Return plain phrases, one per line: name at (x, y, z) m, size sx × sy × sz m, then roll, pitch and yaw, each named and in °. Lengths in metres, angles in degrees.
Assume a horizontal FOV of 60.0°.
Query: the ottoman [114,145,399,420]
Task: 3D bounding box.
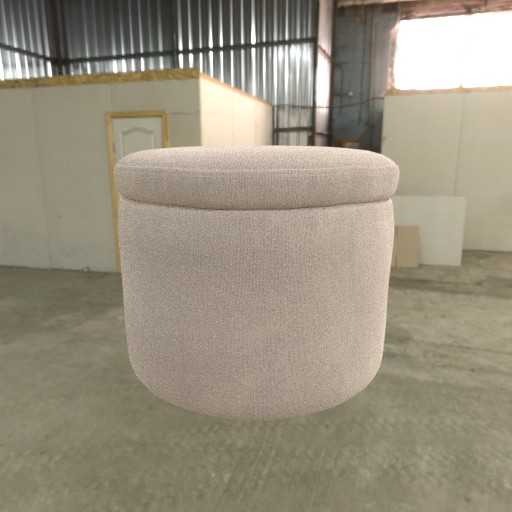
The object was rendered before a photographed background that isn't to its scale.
ottoman at (0.000, 0.000, 0.847) m, size 0.497 × 0.409 × 0.497 m, roll 0°, pitch 14°, yaw 0°
